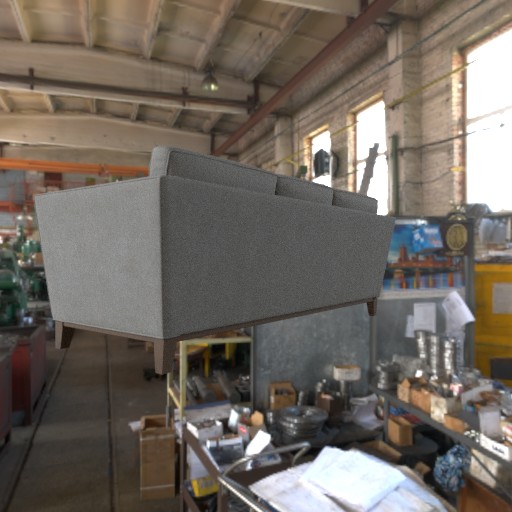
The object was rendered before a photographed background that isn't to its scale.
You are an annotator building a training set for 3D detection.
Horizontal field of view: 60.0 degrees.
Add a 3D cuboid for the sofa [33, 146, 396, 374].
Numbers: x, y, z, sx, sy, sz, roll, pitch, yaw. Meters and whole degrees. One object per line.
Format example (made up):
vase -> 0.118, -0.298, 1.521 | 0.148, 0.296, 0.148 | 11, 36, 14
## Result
sofa -> 0.000, 0.000, 2.849 | 0.965, 0.940, 2.387 | 0, 0, 38
